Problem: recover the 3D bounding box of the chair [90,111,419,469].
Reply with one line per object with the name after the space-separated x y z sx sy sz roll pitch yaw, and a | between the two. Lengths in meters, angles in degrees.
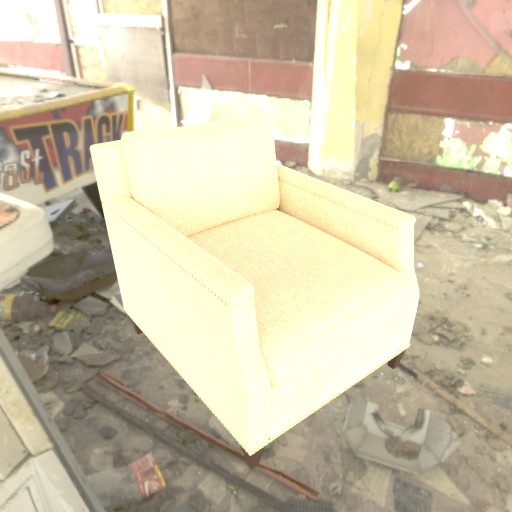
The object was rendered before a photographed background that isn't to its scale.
0.000 0.000 1.785 0.838 0.940 1.041 -21 36 -32 | chair
